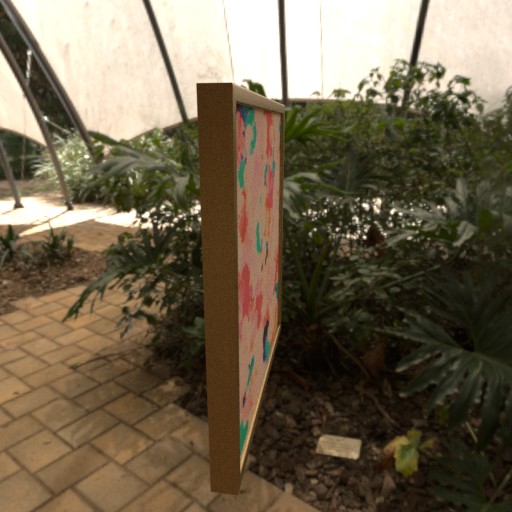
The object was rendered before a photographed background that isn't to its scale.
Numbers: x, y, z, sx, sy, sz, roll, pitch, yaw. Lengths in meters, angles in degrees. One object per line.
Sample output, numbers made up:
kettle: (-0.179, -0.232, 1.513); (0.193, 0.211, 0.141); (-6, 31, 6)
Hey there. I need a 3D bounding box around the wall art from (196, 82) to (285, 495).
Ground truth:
wall art: (0.000, 0.000, 0.757); (0.037, 0.509, 0.510); (3, 17, 9)
